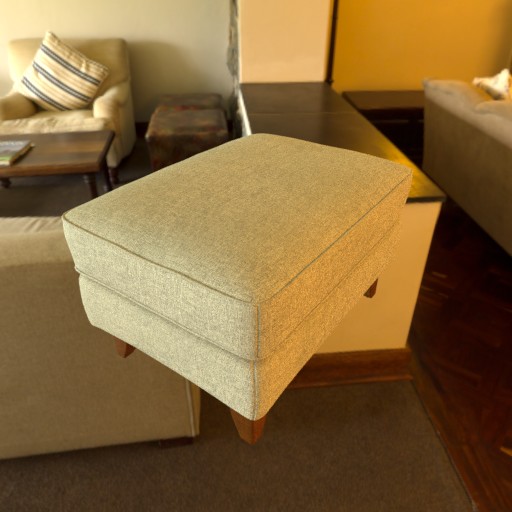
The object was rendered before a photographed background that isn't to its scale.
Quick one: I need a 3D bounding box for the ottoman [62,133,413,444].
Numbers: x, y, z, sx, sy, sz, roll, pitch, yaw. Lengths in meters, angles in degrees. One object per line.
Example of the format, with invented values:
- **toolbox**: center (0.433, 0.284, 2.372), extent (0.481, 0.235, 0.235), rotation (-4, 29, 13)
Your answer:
- **ottoman**: center (0.000, 0.000, 1.383), extent (0.661, 0.561, 0.889), rotation (21, 38, 29)
